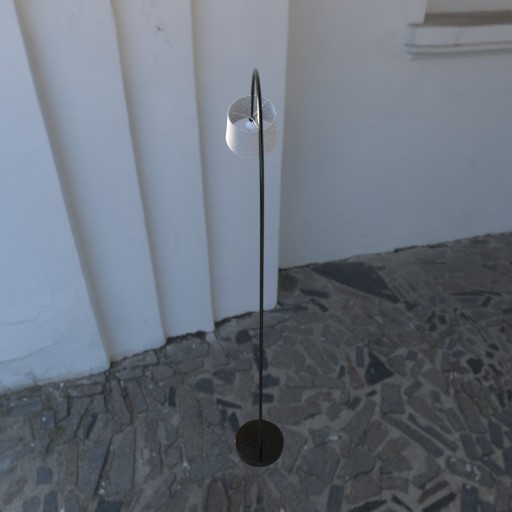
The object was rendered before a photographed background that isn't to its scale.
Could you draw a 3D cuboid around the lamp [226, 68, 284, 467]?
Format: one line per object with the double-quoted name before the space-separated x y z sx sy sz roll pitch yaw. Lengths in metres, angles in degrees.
"lamp" 0.000 0.000 2.641 0.331 2.104 1.363 -1 32 -2
